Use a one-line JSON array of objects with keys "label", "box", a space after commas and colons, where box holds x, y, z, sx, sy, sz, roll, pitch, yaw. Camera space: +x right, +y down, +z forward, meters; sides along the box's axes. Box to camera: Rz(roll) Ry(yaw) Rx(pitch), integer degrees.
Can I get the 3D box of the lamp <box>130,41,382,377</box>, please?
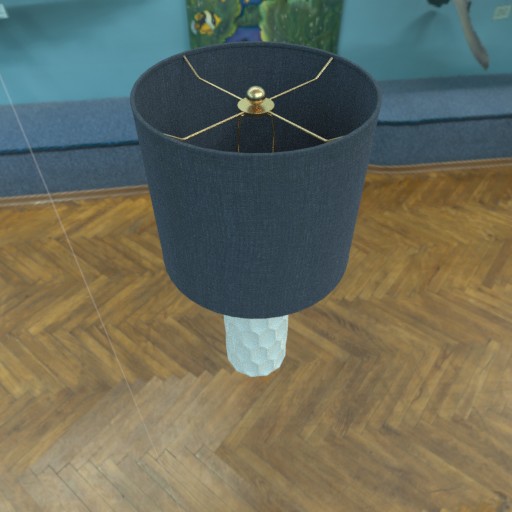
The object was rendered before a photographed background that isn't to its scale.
[{"label": "lamp", "box": [0.000, 0.000, 0.685, 0.277, 0.537, 0.277, -4, 45, -4]}]
